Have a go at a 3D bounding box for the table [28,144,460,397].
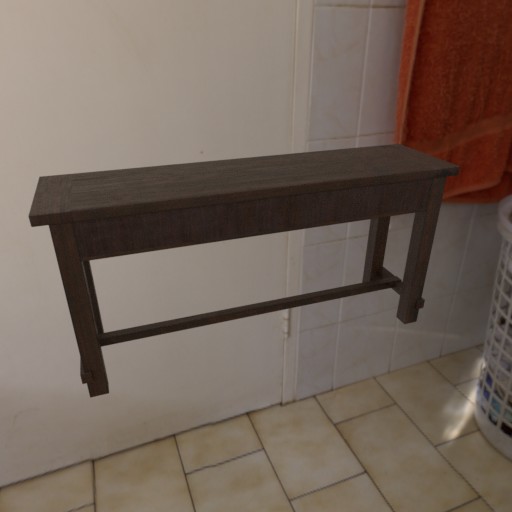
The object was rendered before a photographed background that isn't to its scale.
[{"bbox_3d":[0.000,0.000,1.919,1.599,0.762,0.442,-9,29,-17],"label":"table"}]
